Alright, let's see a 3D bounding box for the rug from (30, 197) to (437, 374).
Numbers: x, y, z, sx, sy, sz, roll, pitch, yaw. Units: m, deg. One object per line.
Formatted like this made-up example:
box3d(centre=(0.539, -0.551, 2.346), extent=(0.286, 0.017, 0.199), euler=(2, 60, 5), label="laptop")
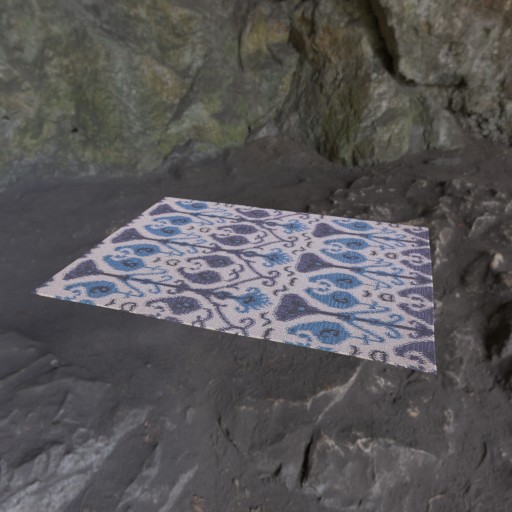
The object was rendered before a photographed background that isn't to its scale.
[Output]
box3d(centre=(0.000, 0.000, 3.010), extent=(2.261, 0.013, 1.676), euler=(8, 29, 15), label="rug")
